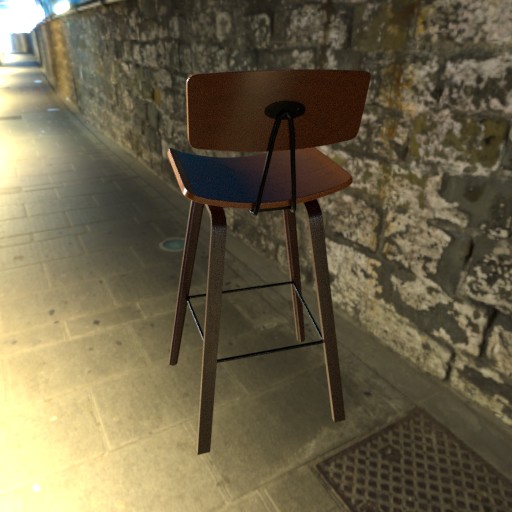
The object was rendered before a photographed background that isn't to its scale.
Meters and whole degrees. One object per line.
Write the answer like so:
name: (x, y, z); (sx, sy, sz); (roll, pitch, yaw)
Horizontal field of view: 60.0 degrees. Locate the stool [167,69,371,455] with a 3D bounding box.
stool: (0.000, 0.000, 1.219); (0.509, 0.969, 0.440); (-7, 27, -15)
